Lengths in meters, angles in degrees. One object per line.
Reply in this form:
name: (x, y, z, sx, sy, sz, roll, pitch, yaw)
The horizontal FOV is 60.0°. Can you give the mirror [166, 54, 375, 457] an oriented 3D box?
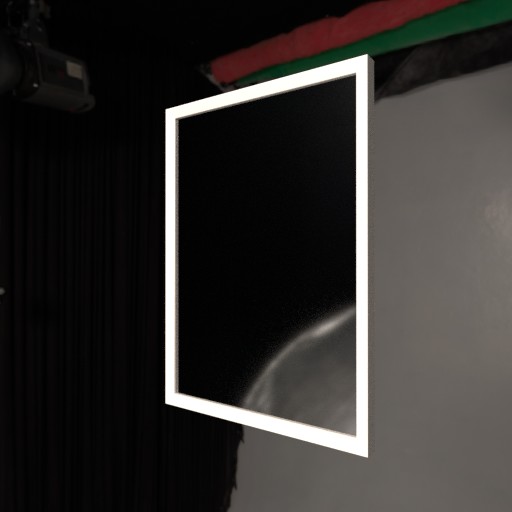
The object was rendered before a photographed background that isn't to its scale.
mirror: (0.000, 0.000, 0.941, 0.507, 0.710, 0.039, 0, 0, 35)
